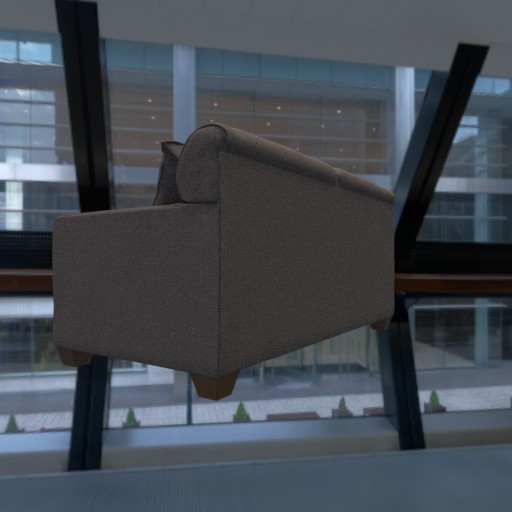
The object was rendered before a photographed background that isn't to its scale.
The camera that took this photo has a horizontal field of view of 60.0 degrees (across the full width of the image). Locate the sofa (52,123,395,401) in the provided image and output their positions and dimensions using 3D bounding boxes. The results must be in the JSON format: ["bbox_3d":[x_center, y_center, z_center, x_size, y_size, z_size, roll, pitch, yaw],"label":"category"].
[{"bbox_3d":[0.000,0.000,2.435,1.000,0.958,1.846,0,0,34],"label":"sofa"}]
